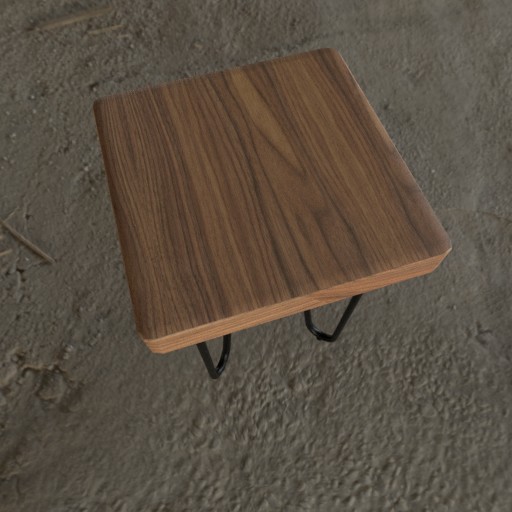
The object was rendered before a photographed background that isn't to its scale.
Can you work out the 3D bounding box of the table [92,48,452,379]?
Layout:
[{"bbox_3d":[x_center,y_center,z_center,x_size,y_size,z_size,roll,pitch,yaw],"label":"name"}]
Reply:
[{"bbox_3d":[0.000,0.000,1.016,0.479,0.641,0.480,-16,64,-8],"label":"table"}]
